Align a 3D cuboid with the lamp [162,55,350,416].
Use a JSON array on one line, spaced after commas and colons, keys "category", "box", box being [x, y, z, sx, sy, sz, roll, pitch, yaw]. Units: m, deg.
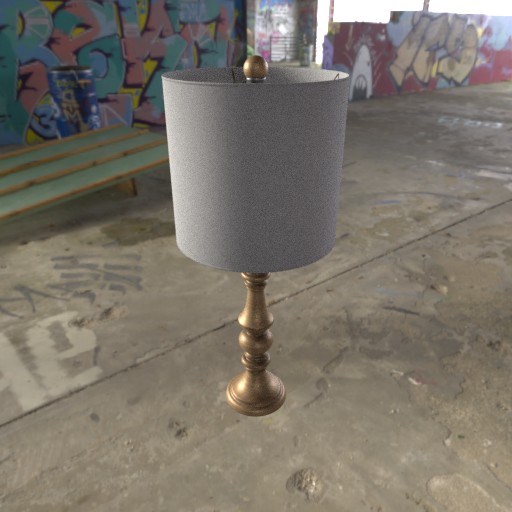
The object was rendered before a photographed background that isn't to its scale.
[{"category": "lamp", "box": [0.000, 0.000, 0.723, 0.250, 0.597, 0.250, -8, 28, -16]}]
